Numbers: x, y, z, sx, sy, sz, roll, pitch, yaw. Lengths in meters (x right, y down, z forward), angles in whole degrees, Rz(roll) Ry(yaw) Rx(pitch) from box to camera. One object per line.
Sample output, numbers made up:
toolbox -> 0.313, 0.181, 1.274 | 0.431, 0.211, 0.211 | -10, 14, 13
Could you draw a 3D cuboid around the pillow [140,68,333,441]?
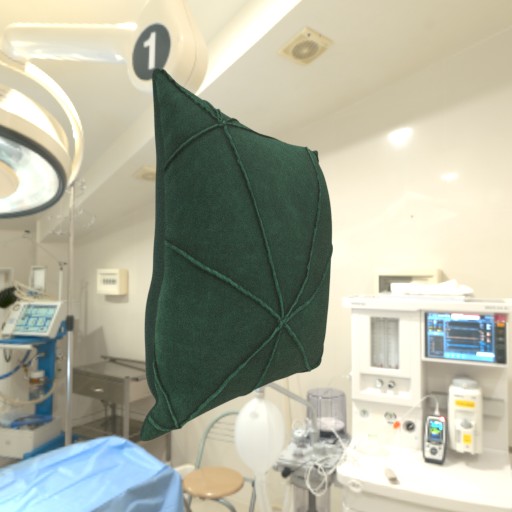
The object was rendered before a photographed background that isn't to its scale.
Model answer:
pillow -> 0.000, 0.000, 0.690 | 0.184, 0.440, 0.439 | -1, -2, 34
